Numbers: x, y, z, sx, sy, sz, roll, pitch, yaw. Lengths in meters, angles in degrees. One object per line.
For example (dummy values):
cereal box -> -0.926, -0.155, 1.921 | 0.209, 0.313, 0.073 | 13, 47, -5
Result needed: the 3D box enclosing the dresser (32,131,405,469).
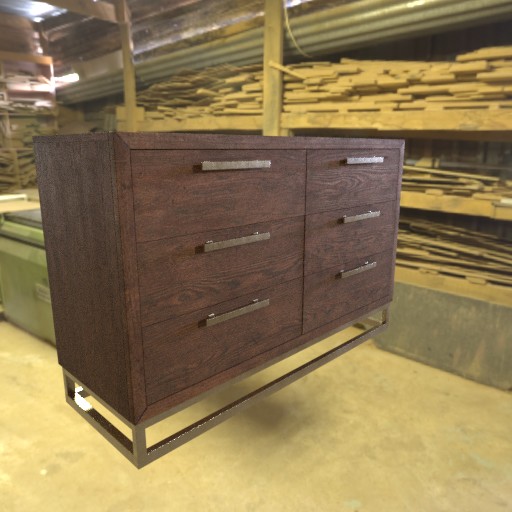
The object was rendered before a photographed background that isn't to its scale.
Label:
dresser -> 0.000, 0.000, 2.062 | 0.623, 1.061, 1.646 | 13, 19, 43
